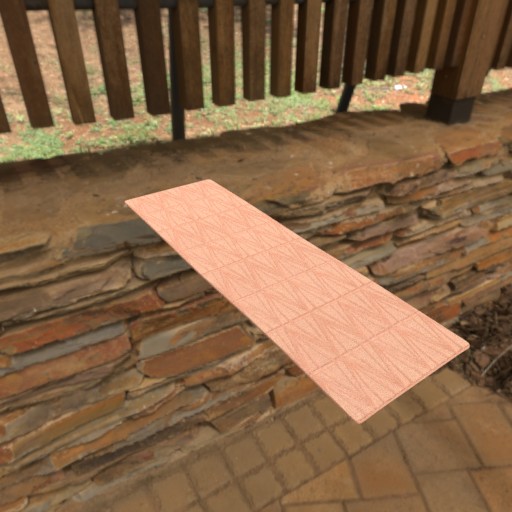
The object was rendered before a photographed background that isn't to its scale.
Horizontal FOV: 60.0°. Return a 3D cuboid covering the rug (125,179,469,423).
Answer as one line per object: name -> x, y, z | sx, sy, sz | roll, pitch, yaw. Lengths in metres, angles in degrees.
rug -> 0.000, 0.000, 2.727 | 0.760, 0.015, 2.435 | -21, 38, -29
